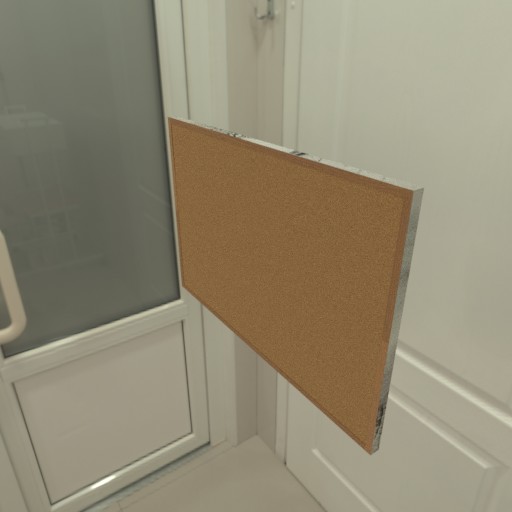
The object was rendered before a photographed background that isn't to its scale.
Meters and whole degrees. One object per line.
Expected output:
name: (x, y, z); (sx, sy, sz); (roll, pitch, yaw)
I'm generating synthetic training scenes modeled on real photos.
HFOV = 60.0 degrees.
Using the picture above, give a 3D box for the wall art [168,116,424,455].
wall art: (0.000, 0.000, 1.480); (0.035, 0.758, 1.141); (-17, 31, -31)
